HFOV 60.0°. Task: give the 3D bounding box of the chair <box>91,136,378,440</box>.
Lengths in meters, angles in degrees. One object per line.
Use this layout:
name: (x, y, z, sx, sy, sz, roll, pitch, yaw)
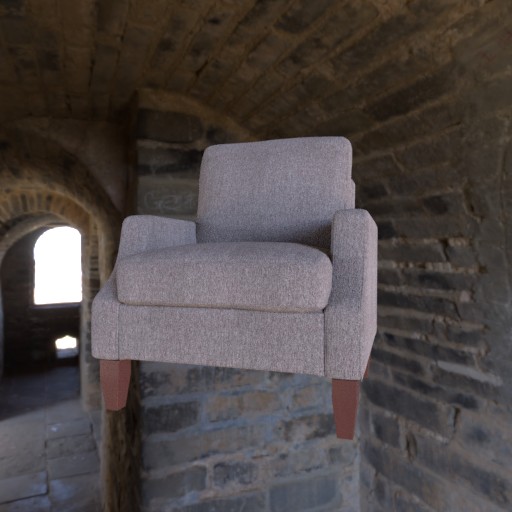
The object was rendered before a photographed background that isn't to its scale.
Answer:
chair: (0.000, 0.000, 1.671, 0.855, 0.993, 0.897, 0, 0, 18)
